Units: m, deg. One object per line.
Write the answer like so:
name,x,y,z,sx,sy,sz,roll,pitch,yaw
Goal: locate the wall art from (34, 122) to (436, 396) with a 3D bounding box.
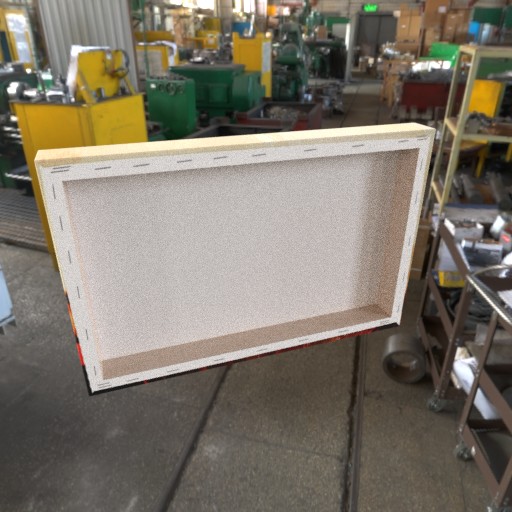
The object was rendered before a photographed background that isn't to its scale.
wall art,0.000,0.000,0.477,0.383,0.251,0.037,-9,29,-17
